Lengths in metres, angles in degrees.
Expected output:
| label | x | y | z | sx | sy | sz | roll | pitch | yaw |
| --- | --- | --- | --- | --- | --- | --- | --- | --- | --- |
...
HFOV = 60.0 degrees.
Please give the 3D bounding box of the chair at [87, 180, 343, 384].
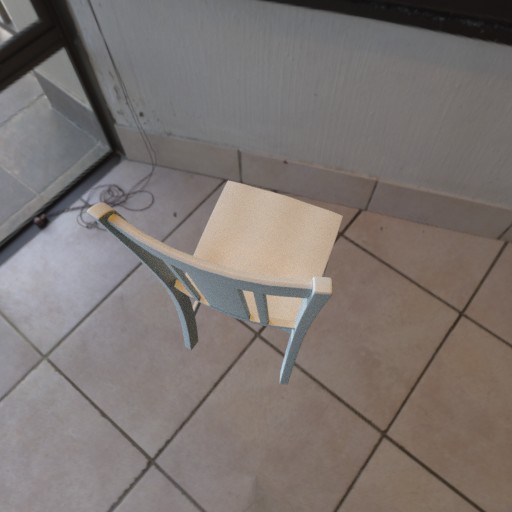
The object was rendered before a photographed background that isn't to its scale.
| label | x | y | z | sx | sy | sz | roll | pitch | yaw |
| --- | --- | --- | --- | --- | --- | --- | --- | --- | --- |
| chair | 0.000 | 0.000 | 1.297 | 0.450 | 0.998 | 0.555 | 18 | 65 | 9 |
